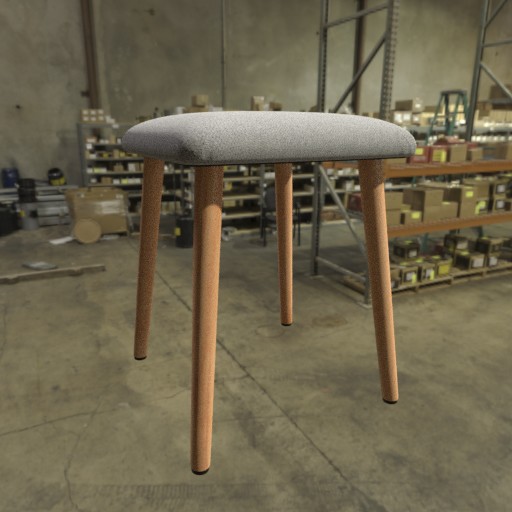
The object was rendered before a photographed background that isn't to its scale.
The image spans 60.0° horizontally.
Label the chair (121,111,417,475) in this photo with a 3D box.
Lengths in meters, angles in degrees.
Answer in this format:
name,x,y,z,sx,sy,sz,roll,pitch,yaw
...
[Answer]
name,x,y,z,sx,sy,sz,roll,pitch,yaw
chair,0.000,0.000,0.711,0.350,0.440,0.350,-8,18,-26
